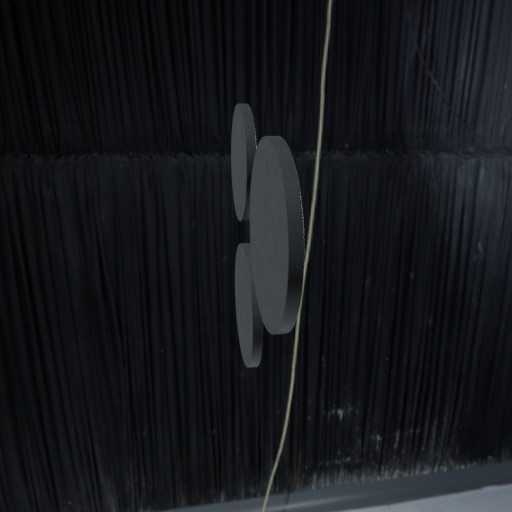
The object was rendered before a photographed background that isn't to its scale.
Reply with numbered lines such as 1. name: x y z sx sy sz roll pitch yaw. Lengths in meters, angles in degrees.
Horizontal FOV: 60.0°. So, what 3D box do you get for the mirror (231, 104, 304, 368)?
1. mirror: 0.000 0.000 3.129 0.076 2.096 2.160 -3 16 -9
